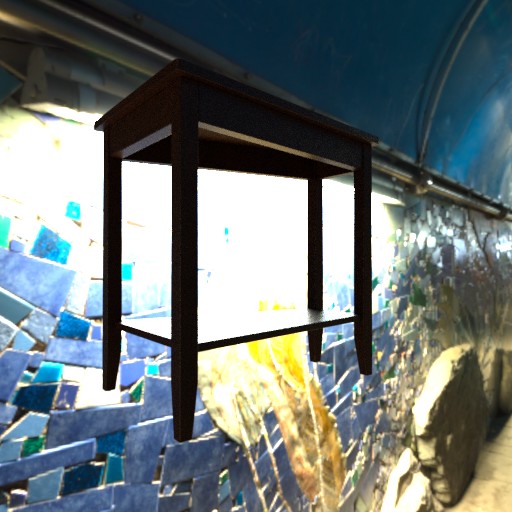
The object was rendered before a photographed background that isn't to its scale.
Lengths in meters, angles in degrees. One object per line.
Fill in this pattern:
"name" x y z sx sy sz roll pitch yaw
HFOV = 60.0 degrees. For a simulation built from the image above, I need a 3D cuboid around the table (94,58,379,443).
"table" 0.000 0.000 1.004 0.605 0.589 0.399 0 -1 -37
